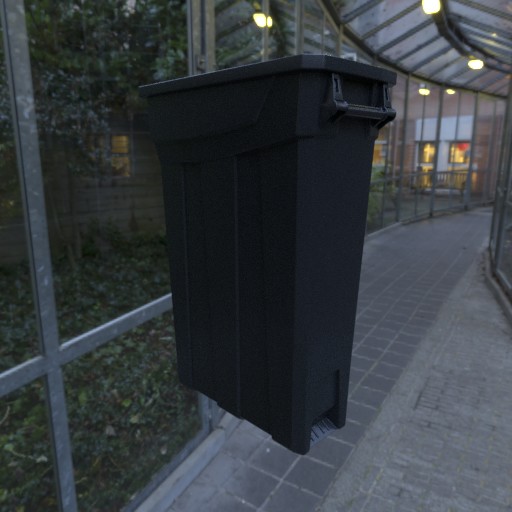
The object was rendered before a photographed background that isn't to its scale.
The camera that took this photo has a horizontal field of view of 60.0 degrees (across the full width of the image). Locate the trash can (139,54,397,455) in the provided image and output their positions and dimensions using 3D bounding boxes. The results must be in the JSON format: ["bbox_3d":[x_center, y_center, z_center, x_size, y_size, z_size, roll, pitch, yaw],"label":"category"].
[{"bbox_3d":[0.000,0.000,1.029,0.281,0.762,0.559,-12,18,-43],"label":"trash can"}]
